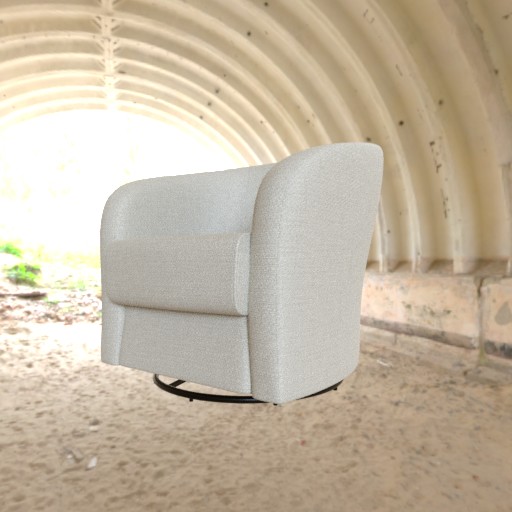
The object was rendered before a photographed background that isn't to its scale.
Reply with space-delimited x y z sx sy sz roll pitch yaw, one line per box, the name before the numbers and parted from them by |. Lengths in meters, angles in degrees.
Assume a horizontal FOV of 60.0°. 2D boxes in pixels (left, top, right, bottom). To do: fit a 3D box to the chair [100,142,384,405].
chair | 0.000 0.000 1.447 0.791 0.771 0.815 -1 -1 38
